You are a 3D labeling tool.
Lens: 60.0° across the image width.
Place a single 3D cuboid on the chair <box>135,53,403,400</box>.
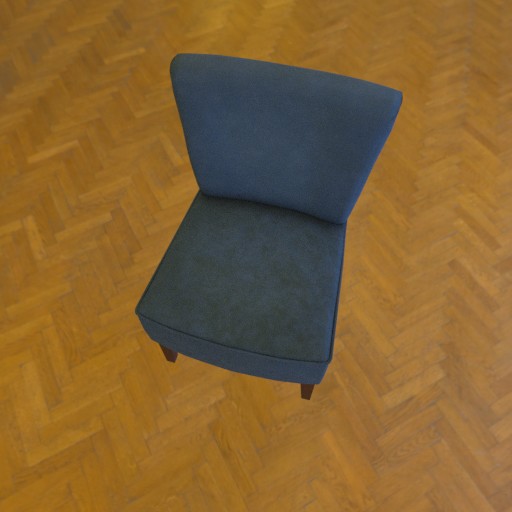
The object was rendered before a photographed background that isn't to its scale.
[{"bbox_3d":[0.000,0.000,1.196,0.521,0.806,0.551,13,59,8],"label":"chair"}]
